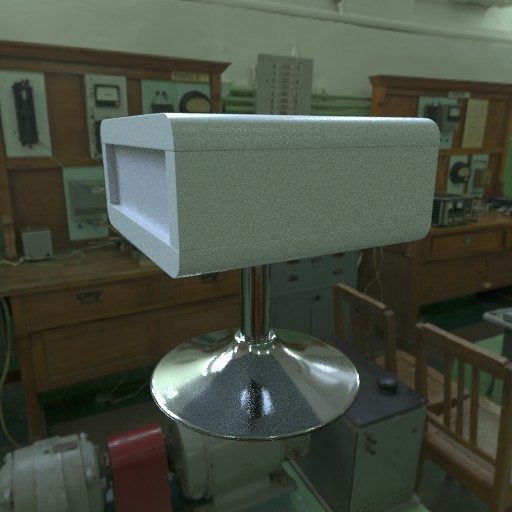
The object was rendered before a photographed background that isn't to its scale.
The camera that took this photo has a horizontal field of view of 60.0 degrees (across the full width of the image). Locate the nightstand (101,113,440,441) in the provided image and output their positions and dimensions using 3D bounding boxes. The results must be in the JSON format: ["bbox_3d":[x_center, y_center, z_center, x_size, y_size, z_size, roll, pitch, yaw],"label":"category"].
[{"bbox_3d":[0.000,0.000,0.756,0.404,0.447,0.399,-8,18,-27],"label":"nightstand"}]
